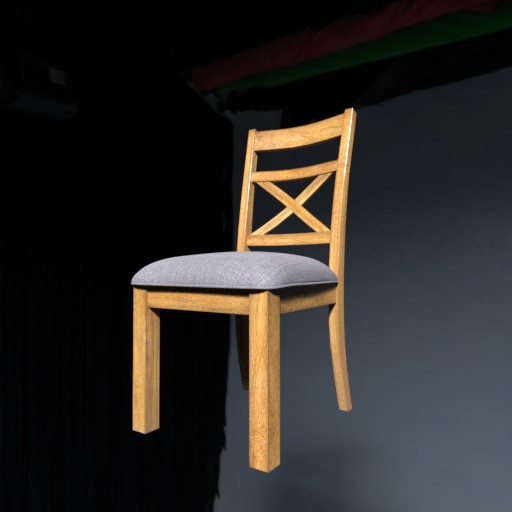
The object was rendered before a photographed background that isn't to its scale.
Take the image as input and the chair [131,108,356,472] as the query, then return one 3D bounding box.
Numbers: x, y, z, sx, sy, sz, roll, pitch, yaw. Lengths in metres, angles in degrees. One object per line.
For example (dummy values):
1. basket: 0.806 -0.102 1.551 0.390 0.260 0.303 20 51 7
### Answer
1. chair: 0.000 0.000 1.313 0.470 0.949 0.581 -1 -2 35
